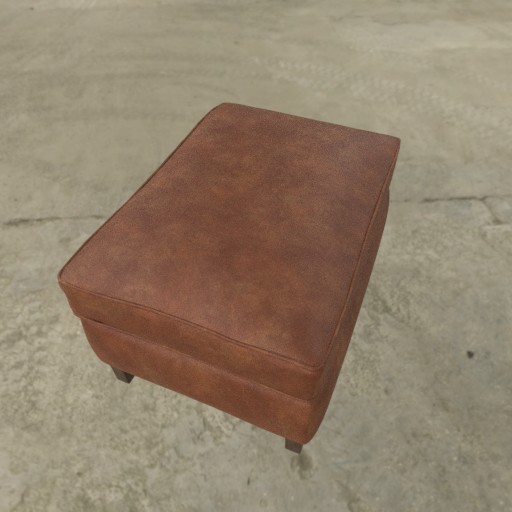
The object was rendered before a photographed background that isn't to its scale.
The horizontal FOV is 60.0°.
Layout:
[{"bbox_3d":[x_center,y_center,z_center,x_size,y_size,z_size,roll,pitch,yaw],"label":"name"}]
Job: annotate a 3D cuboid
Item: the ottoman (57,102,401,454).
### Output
[{"bbox_3d":[0.000,0.000,0.995,0.501,0.418,0.665,17,49,15],"label":"ottoman"}]
